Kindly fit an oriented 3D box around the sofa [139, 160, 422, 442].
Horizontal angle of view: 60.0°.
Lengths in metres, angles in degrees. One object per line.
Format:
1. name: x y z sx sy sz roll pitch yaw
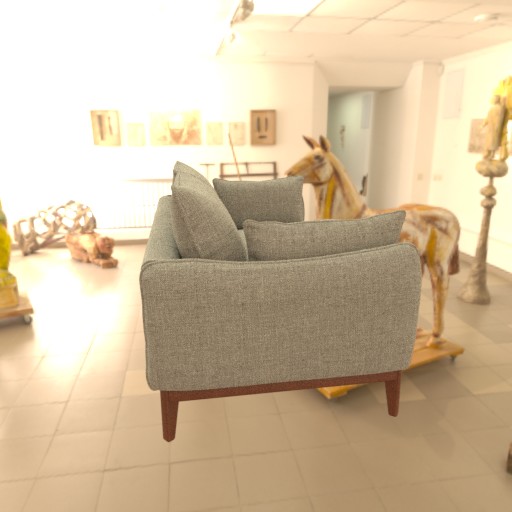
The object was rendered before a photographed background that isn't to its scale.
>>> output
1. sofa: 0.000 0.000 2.150 0.972 0.851 1.580 -3 16 -9
